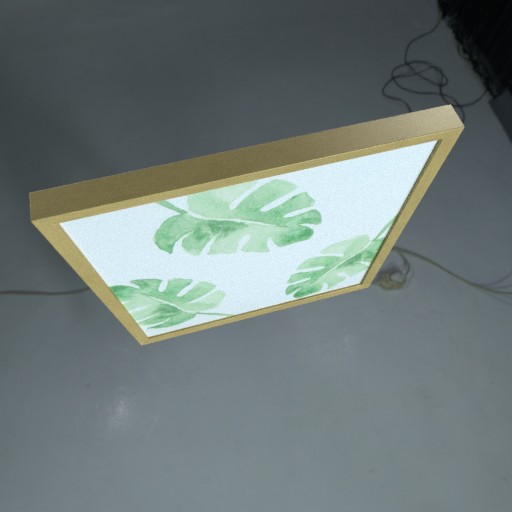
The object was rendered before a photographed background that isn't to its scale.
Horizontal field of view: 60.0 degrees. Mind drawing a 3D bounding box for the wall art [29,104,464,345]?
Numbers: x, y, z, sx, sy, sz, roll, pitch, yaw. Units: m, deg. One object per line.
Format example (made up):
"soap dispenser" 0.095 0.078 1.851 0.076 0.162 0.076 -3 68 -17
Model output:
"wall art" 0.000 0.000 0.737 0.508 0.508 0.038 -13 65 -7
